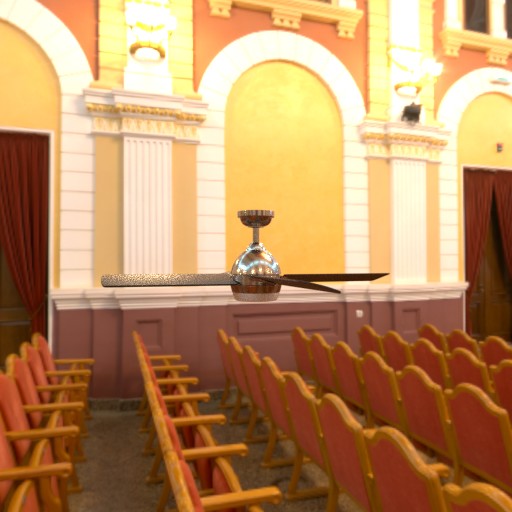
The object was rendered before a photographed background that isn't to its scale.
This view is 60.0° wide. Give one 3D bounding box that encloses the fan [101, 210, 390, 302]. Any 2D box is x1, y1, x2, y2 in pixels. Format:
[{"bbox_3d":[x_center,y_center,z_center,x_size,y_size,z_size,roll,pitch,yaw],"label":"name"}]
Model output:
[{"bbox_3d":[0.000,0.000,2.018,1.332,0.403,1.332,0,-1,-18],"label":"fan"}]
